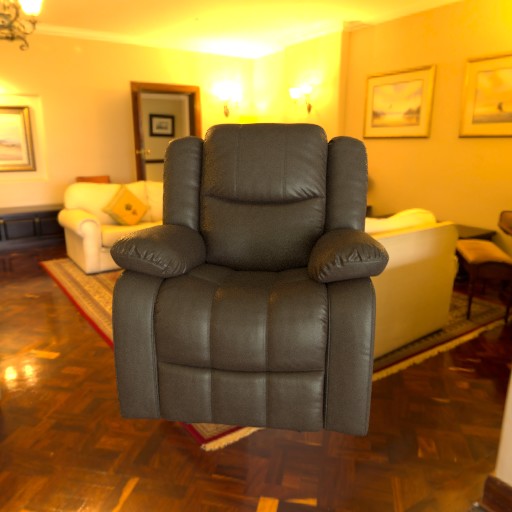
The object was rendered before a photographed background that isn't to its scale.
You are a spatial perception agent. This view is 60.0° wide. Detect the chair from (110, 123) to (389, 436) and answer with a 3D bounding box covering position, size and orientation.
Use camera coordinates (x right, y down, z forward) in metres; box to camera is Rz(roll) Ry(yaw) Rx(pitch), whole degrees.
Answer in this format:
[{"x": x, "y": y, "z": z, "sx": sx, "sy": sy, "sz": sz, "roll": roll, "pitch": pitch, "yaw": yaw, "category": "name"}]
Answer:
[{"x": 0.000, "y": 0.000, "z": 1.706, "sx": 0.899, "sy": 1.009, "sz": 0.934, "roll": 2, "pitch": 14, "yaw": 7, "category": "chair"}]
